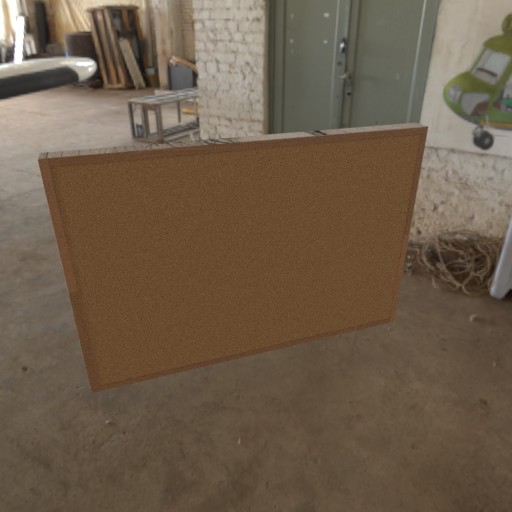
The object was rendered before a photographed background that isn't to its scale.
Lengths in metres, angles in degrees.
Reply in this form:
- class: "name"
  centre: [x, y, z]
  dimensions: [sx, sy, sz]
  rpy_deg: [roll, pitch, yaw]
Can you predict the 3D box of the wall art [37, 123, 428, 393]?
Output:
- class: "wall art"
  centre: [0.000, 0.000, 0.773]
  dimensions: [0.613, 0.407, 0.035]
  rpy_deg: [-9, 29, -17]
